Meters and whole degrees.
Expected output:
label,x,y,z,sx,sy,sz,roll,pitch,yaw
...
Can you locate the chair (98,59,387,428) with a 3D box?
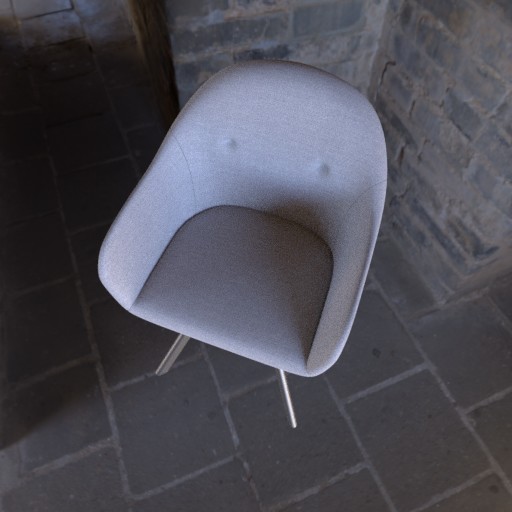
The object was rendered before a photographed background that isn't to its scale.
label,x,y,z,sx,sy,sz,roll,pitch,yaw
chair,0.000,0.000,1.153,0.540,0.780,0.570,18,59,11
